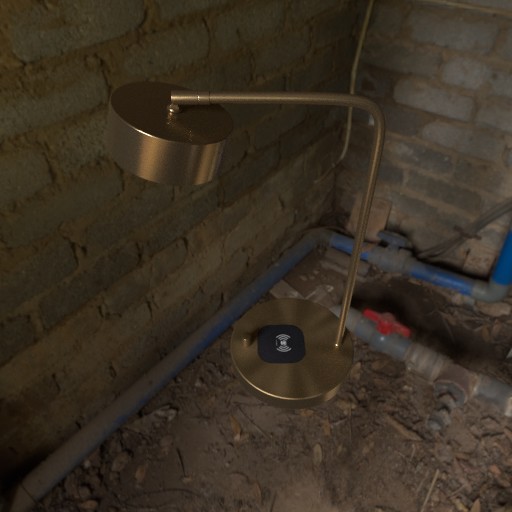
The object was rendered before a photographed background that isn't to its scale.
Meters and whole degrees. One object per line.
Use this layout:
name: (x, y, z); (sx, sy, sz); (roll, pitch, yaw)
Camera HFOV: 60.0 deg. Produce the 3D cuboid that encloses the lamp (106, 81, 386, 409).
lamp: (0.000, 0.000, 0.505); (0.270, 0.380, 0.171); (0, 42, 0)
